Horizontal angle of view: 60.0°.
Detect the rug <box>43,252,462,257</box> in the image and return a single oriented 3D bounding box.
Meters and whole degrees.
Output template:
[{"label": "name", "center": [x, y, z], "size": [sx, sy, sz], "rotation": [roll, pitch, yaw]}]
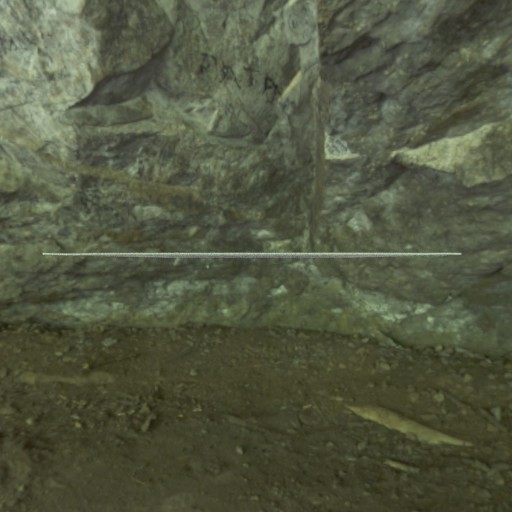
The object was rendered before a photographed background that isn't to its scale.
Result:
[{"label": "rug", "center": [0.000, 0.000, 4.103], "size": [2.451, 0.026, 3.069], "rotation": [0, 0, 1]}]
